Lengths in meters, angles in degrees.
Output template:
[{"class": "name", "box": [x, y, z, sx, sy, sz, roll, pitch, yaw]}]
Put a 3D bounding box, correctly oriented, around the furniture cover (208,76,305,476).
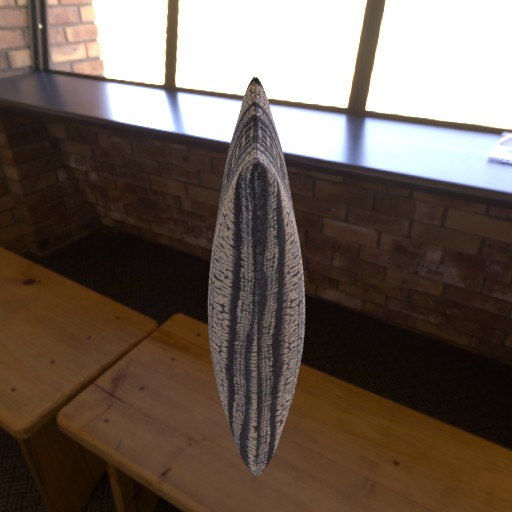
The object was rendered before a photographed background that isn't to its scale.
[{"class": "furniture cover", "box": [0.000, 0.000, 0.657, 0.133, 0.435, 0.425, 0, 31, 0]}]
